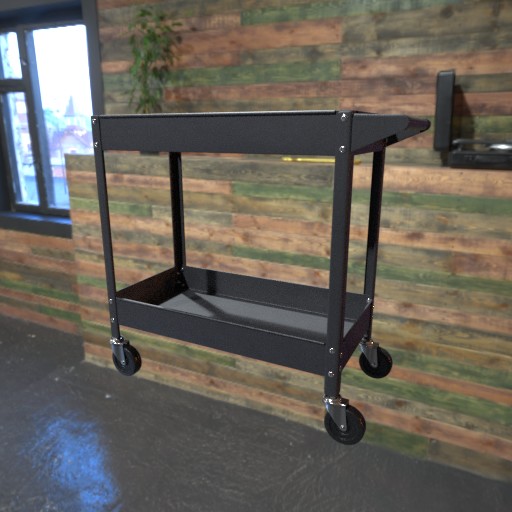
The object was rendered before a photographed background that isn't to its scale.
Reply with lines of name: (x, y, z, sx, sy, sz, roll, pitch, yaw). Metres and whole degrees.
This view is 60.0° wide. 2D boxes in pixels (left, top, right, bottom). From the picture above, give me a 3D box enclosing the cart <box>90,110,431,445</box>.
cart: (0.000, 0.000, 1.186, 0.779, 0.719, 0.366, 8, 18, 26)
